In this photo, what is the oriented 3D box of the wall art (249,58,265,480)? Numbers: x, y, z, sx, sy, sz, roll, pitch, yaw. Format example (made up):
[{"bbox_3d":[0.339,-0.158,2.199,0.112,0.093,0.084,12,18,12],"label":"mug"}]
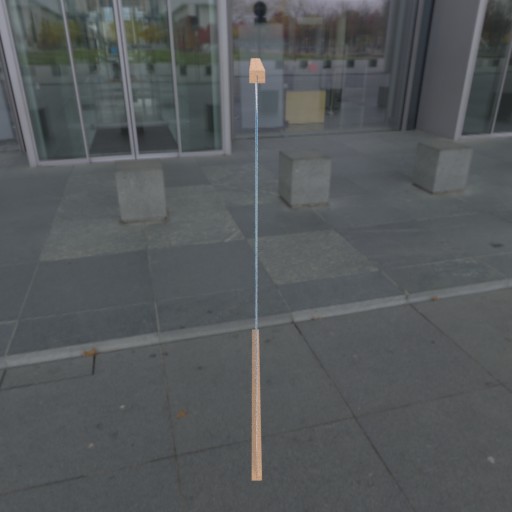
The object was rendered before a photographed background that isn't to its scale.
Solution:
[{"bbox_3d":[0.000,0.000,0.764,0.016,0.611,0.401,0,26,0],"label":"wall art"}]
